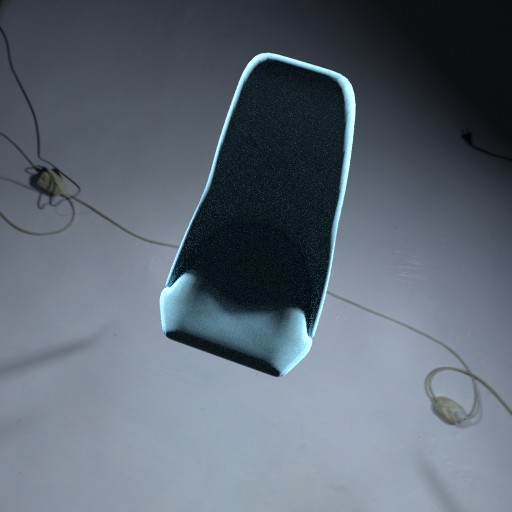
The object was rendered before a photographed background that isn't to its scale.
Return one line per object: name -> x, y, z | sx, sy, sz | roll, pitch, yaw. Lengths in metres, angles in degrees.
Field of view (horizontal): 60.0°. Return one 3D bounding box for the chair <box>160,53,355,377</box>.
chair -> 0.000, 0.000, 1.400 | 0.510, 1.040, 0.660 | 19, 76, 5
